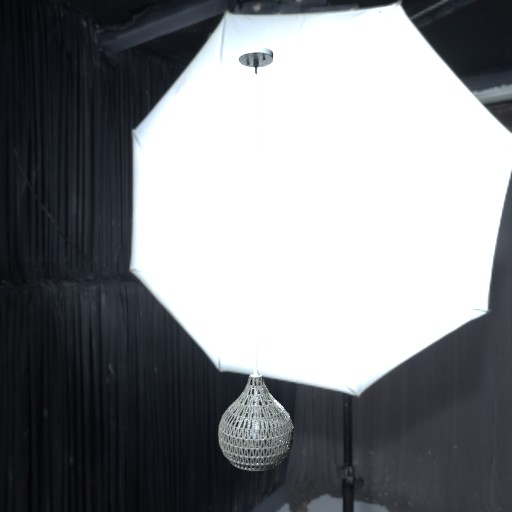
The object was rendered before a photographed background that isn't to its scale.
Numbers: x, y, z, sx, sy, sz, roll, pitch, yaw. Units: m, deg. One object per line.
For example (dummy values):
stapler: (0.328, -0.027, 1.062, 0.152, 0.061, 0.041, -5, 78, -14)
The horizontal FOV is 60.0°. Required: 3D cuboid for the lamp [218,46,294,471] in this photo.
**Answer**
lamp: (0.000, 0.000, 2.104, 0.355, 1.919, 0.355, 0, 0, 34)
